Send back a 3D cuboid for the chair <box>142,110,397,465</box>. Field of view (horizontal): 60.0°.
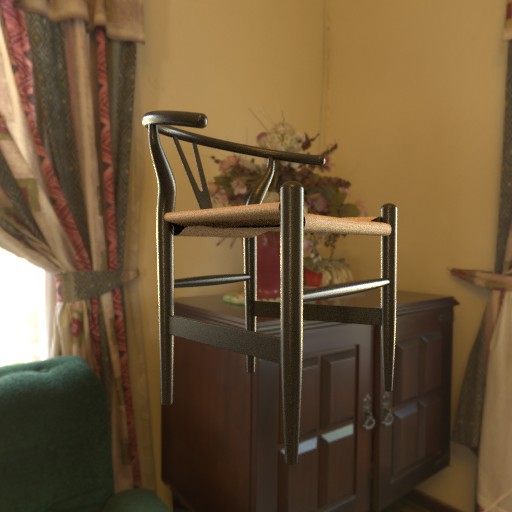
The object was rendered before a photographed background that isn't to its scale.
[{"bbox_3d":[0.000,0.000,1.161,0.570,0.739,0.570,1,1,36],"label":"chair"}]
